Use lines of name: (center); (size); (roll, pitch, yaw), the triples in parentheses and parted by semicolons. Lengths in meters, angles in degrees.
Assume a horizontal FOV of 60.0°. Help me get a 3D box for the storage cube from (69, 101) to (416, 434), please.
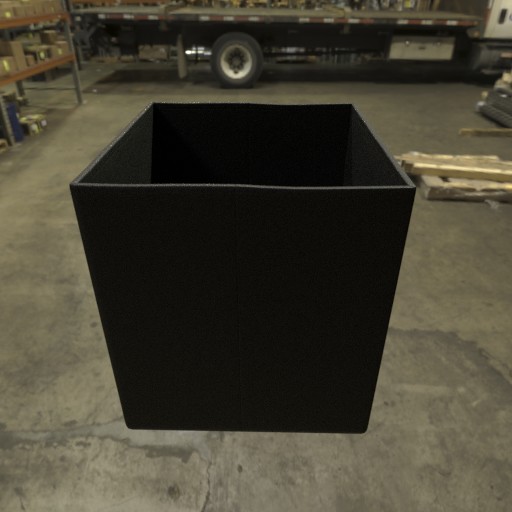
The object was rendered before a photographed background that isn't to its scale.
storage cube: (0.000, 0.000, 0.503); (0.270, 0.280, 0.270); (1, 32, 1)
